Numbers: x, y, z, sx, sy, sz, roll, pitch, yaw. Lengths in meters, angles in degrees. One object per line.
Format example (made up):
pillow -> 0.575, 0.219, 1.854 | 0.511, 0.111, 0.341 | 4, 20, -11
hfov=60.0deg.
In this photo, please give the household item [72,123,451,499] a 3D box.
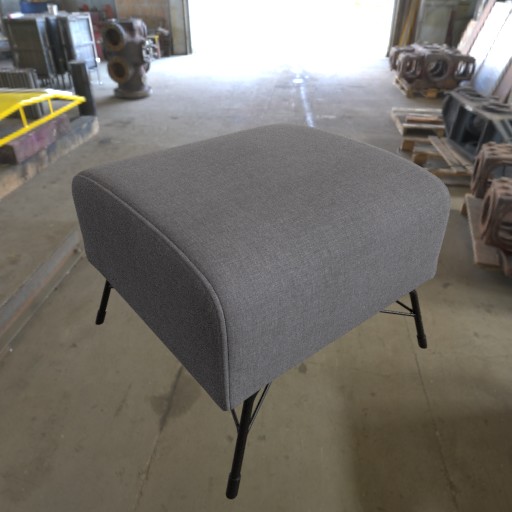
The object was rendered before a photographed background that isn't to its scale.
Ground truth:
household item -> 0.000, 0.000, 0.876 | 0.530, 0.410, 0.530 | -24, 39, -32
